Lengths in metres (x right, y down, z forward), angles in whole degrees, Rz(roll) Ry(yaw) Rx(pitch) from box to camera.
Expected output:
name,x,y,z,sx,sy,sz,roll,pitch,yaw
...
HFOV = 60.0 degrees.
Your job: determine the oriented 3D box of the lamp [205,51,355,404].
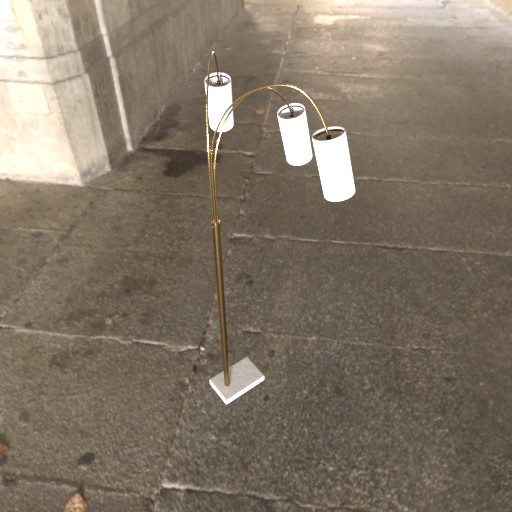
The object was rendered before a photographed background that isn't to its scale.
name,x,y,z,sx,sy,sz,roll,pitch,yaw
lamp,0.000,0.000,2.479,0.667,2.055,1.020,-26,46,-28
